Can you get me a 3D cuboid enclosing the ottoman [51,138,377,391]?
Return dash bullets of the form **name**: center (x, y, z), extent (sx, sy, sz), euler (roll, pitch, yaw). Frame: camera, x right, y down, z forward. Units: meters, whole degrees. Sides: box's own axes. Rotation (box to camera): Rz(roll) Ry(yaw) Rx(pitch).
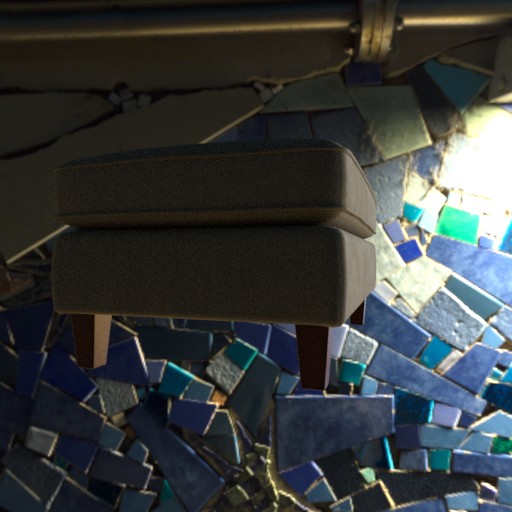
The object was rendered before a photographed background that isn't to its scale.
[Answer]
- **ottoman**: center (0.000, 0.000, 1.265), extent (0.636, 0.480, 0.941), euler (0, 0, 18)
